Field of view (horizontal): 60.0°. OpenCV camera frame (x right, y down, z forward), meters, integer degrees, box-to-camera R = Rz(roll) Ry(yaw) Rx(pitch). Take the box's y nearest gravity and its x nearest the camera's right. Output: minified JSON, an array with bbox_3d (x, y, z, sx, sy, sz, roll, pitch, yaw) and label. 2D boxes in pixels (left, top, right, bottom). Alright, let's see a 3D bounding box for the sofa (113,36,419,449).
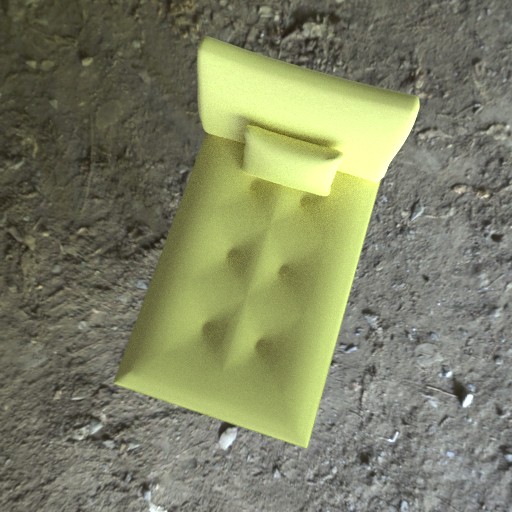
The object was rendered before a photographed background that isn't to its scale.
[{"bbox_3d":[0.000,0.000,1.971,0.930,0.820,1.450,17,78,4],"label":"sofa"}]
